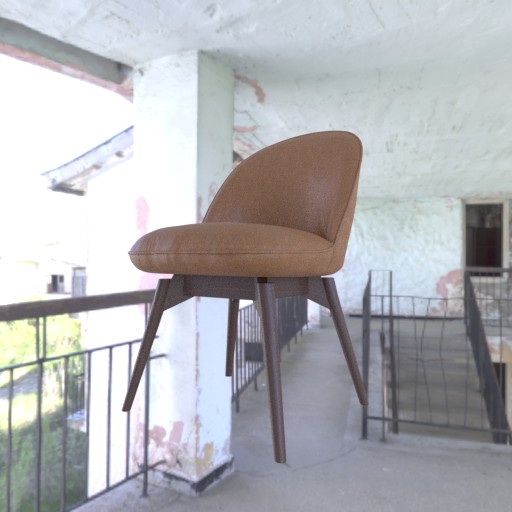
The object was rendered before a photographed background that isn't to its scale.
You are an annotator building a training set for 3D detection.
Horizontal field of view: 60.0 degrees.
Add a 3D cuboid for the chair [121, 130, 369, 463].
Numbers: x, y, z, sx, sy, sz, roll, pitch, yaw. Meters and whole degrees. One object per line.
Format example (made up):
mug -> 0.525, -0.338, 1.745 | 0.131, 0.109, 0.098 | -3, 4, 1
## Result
chair -> 0.000, 0.000, 1.251 | 0.521, 0.831, 0.631 | 0, 0, 36
